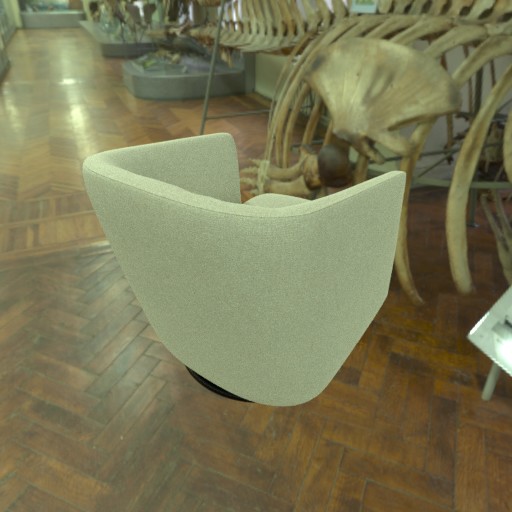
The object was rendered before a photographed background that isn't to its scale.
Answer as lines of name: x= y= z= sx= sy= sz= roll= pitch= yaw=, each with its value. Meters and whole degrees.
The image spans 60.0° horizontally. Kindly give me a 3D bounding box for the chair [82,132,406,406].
chair: x=0.000 y=0.000 z=1.600 sx=0.822 sy=0.861 sz=0.986 roll=21 pitch=37 yaw=32
